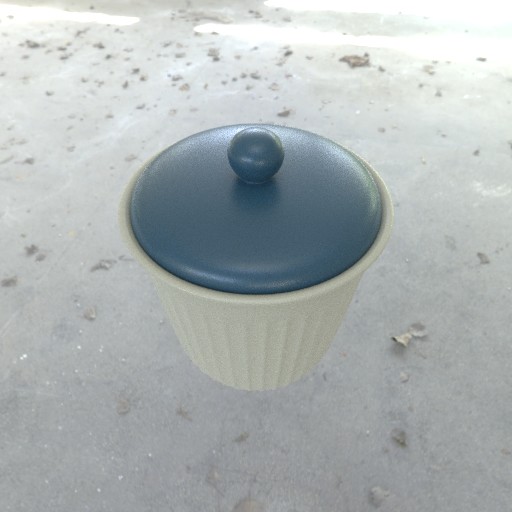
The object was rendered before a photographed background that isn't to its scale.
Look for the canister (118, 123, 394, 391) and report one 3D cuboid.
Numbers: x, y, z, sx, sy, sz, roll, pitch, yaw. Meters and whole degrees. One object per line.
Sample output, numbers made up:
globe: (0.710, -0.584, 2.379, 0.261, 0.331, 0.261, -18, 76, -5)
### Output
canister: (0.000, 0.000, 0.339, 0.181, 0.211, 0.181, 0, 46, 0)
